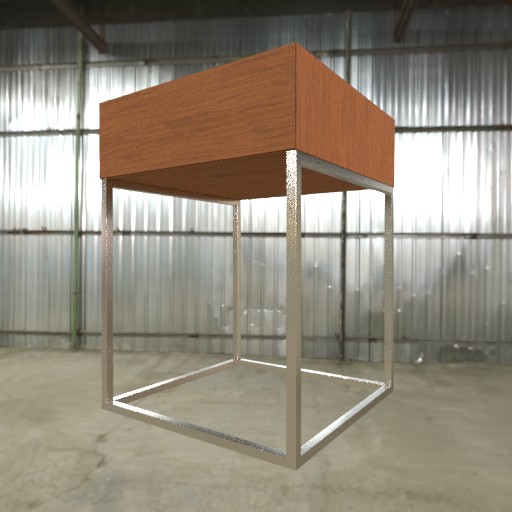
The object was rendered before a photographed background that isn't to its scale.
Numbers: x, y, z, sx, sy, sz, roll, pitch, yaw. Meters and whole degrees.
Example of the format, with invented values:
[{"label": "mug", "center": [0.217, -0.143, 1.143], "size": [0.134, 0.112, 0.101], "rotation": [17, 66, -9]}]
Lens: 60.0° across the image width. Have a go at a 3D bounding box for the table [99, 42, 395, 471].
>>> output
[{"label": "table", "center": [0.000, 0.000, 0.833], "size": [0.397, 0.540, 0.398], "rotation": [0, 0, 35]}]
